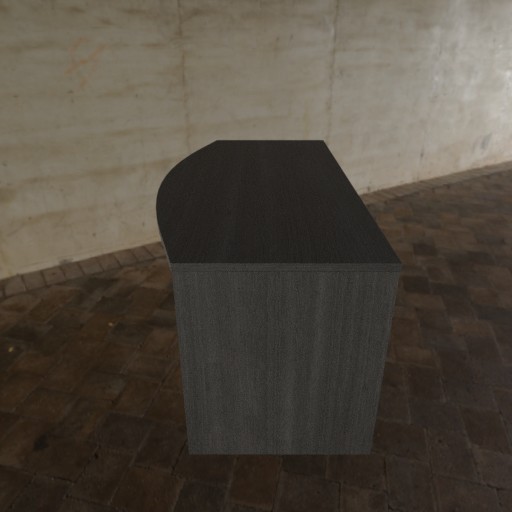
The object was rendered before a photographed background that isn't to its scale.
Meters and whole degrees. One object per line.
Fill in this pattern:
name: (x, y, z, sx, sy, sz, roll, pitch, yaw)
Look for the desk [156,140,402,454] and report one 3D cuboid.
desk: (0.000, 0.000, 2.094, 0.802, 0.750, 1.600, 0, 26, 0)
